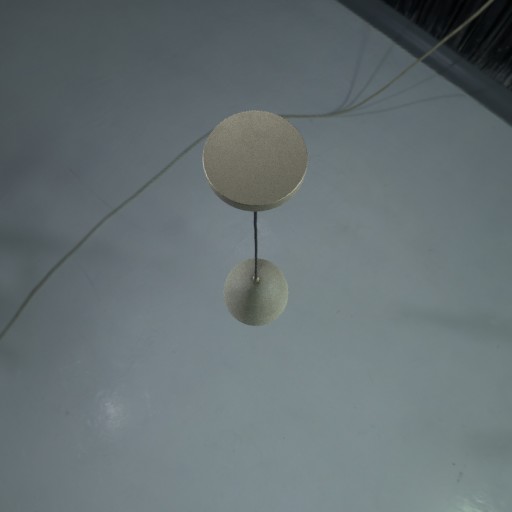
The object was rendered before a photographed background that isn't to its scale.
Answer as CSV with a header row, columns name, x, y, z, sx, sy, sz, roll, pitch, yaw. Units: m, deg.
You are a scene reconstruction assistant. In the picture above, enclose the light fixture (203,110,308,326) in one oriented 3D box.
name,x,y,z,sx,sy,sz,roll,pitch,yaw
light fixture,0.000,0.000,0.808,0.170,0.759,0.170,38,78,10
